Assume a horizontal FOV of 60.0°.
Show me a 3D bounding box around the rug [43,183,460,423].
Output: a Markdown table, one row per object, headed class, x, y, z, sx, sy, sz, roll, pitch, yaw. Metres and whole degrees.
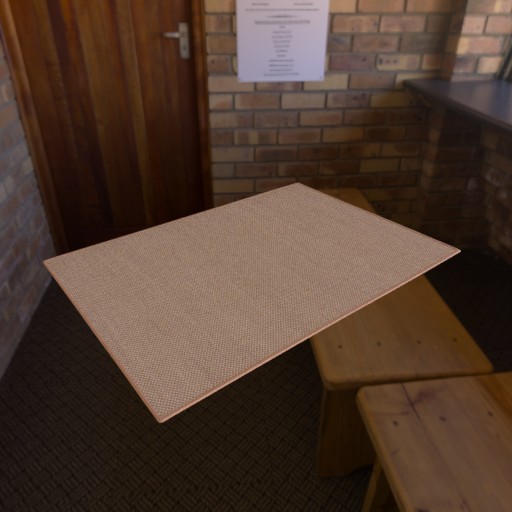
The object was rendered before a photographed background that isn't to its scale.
| class | x | y | z | sx | sy | sz | roll | pitch | yaw |
| --- | --- | --- | --- | --- | --- | --- | --- | --- | --- |
| rug | 0.000 | 0.000 | 2.767 | 2.134 | 0.013 | 1.524 | -22 | 37 | -32 |
